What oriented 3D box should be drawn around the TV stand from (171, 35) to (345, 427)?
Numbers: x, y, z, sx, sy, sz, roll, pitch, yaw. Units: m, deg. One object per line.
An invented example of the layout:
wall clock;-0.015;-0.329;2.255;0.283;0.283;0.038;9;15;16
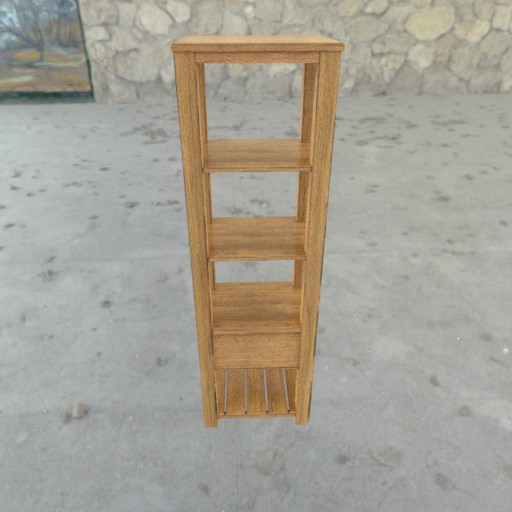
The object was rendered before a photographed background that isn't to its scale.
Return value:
TV stand;0.000;0.000;2.073;0.565;1.828;0.435;-1;30;-2
